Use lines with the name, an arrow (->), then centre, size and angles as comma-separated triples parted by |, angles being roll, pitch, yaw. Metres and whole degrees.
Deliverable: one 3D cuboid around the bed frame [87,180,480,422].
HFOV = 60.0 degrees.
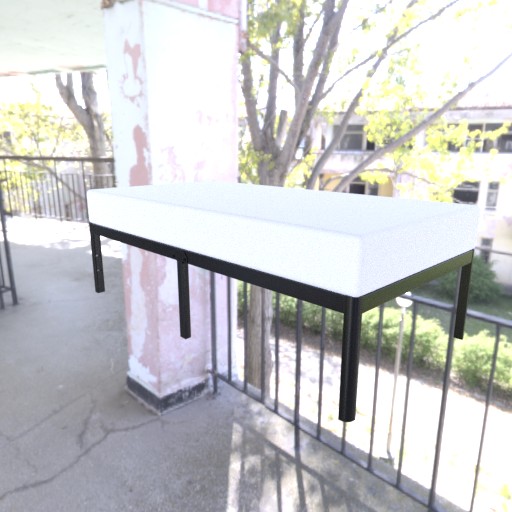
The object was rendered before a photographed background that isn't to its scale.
bed frame -> 0.000, 0.000, 2.446 | 1.023, 0.659, 1.950 | -14, 20, -43
